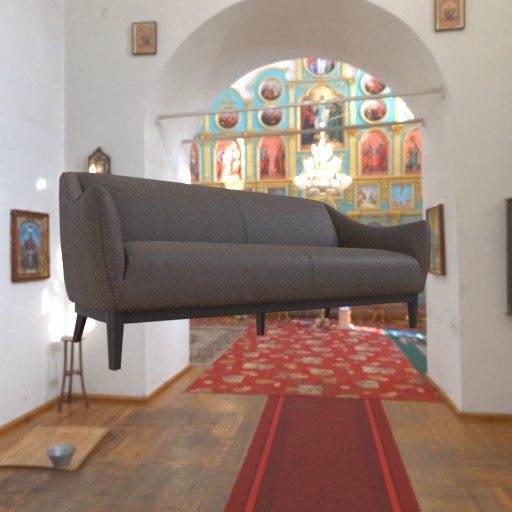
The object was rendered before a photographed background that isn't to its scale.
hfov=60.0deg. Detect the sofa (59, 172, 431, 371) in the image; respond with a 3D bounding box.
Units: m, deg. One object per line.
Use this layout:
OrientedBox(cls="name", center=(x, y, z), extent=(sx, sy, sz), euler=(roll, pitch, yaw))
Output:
OrientedBox(cls="sofa", center=(0.000, 0.000, 2.332), extent=(1.928, 0.831, 0.869), euler=(1, -2, -36))
